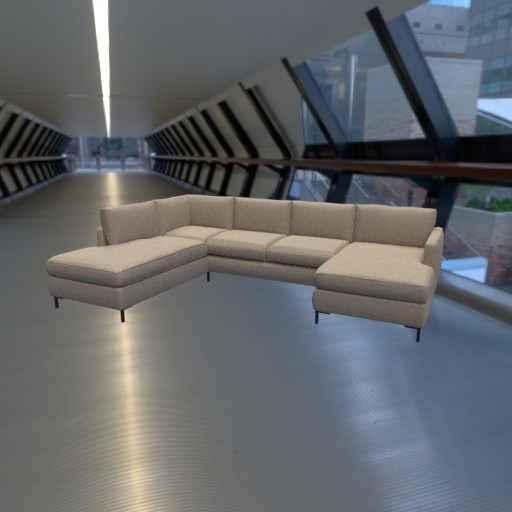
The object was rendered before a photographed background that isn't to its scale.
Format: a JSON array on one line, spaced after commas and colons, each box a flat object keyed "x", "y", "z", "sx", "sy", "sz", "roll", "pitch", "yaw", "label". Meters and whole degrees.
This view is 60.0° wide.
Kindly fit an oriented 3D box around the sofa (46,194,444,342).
[{"x": 0.000, "y": 0.000, "z": 3.630, "sx": 2.737, "sy": 0.756, "sz": 1.879, "roll": 7, "pitch": 15, "yaw": 26, "label": "sofa"}]
